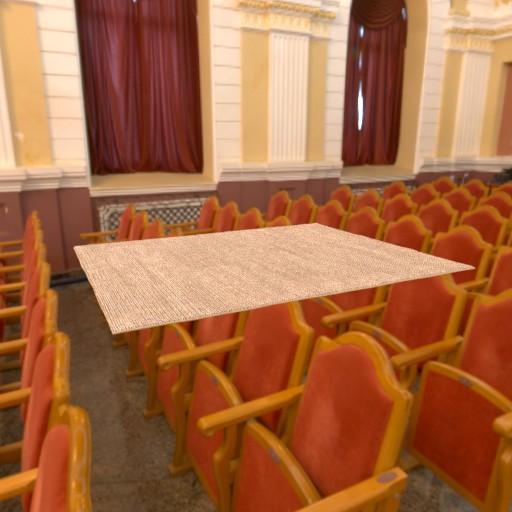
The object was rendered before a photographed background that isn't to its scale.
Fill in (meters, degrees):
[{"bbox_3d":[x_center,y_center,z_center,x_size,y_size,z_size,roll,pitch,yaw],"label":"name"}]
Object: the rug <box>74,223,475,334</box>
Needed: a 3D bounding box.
[{"bbox_3d":[0.000,0.000,4.236,3.052,0.030,2.429,-7,16,-26],"label":"rug"}]
